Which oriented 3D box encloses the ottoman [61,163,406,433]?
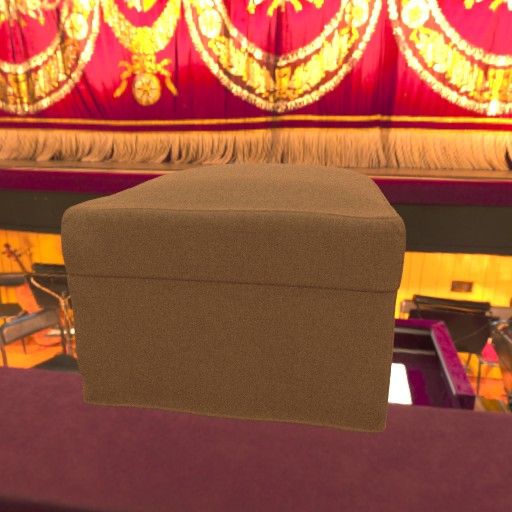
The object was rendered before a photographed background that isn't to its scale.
[{"bbox_3d":[0.000,0.000,1.225,0.650,0.485,0.833,3,16,9],"label":"ottoman"}]
